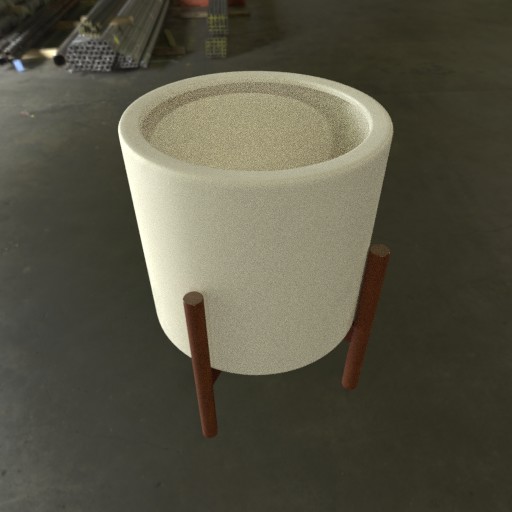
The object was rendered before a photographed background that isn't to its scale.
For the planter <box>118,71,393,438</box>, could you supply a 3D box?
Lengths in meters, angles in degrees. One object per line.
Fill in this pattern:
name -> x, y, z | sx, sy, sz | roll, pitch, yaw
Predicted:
planter -> 0.000, 0.000, 0.878 | 0.420, 0.581, 0.421 | -12, 41, -14
